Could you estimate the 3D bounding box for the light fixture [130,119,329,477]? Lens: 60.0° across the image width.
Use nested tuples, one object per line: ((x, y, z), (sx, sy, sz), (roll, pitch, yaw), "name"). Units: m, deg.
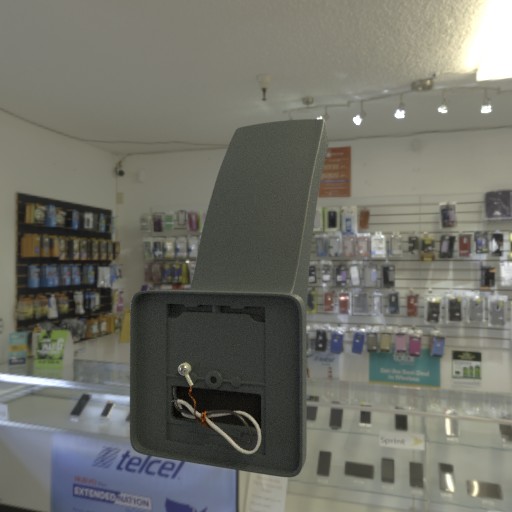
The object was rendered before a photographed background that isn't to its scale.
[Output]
((0.000, 0.000, 0.334), (0.108, 0.243, 0.174), (0, -1, 19), "light fixture")
